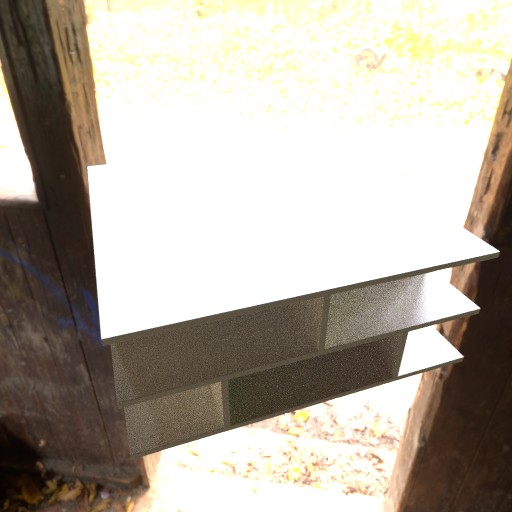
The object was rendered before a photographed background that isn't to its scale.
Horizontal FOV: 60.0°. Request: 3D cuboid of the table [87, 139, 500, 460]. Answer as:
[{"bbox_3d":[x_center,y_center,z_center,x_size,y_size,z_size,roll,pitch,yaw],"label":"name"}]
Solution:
[{"bbox_3d":[0.000,0.000,1.068,0.700,0.289,0.700,-11,34,-16],"label":"table"}]
